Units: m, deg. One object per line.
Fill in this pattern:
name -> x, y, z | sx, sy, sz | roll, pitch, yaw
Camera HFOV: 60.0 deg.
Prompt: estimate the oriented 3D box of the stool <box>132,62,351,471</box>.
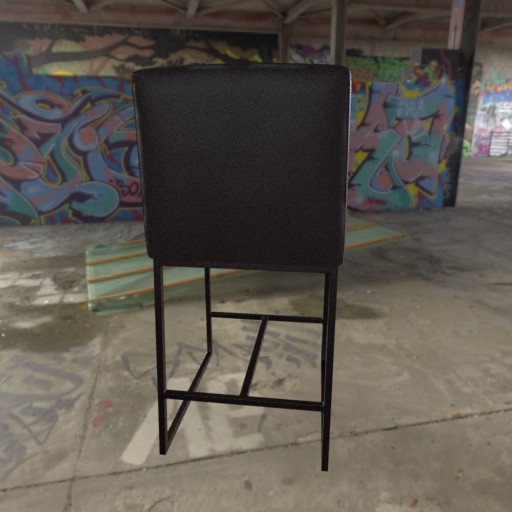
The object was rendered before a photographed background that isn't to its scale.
stool -> 0.000, 0.000, 1.253 | 0.463, 0.946, 0.562 | 2, 17, 8
